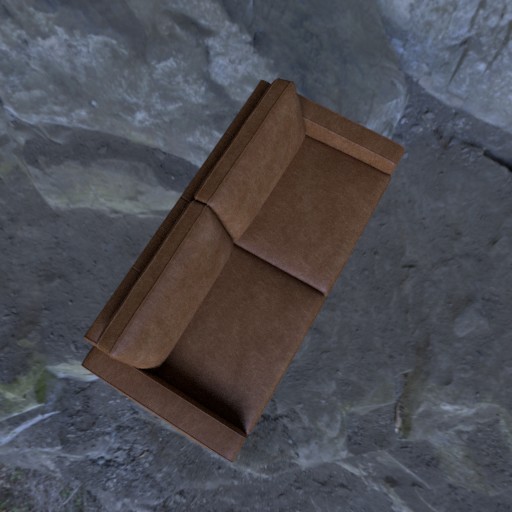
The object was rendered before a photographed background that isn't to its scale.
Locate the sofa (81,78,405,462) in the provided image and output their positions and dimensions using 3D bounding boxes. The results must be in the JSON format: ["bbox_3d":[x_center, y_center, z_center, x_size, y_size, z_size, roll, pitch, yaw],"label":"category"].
[{"bbox_3d":[0.000,0.000,2.710,0.991,0.928,2.156,29,76,8],"label":"sofa"}]
